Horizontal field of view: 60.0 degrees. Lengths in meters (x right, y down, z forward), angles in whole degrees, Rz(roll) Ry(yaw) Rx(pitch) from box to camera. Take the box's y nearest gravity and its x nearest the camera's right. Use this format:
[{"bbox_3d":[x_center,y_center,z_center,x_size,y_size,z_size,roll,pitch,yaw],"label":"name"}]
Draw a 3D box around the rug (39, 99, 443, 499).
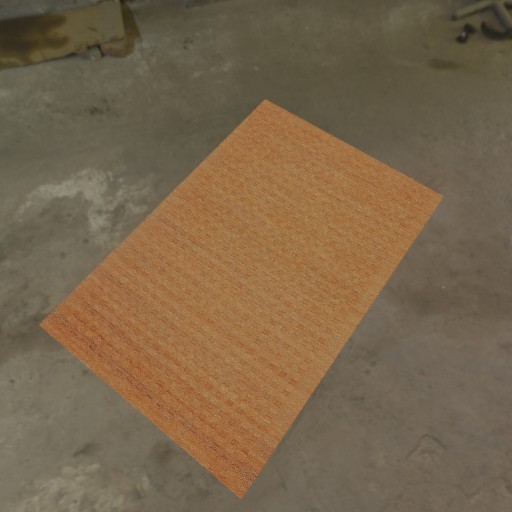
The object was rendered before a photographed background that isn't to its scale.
[{"bbox_3d":[0.000,0.000,2.852,1.524,0.006,2.285,34,68,16],"label":"rug"}]
